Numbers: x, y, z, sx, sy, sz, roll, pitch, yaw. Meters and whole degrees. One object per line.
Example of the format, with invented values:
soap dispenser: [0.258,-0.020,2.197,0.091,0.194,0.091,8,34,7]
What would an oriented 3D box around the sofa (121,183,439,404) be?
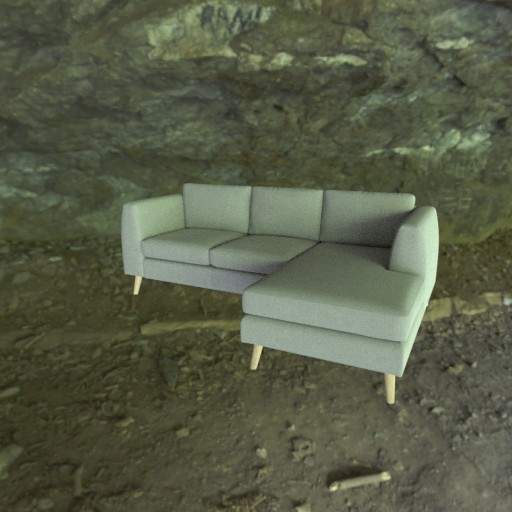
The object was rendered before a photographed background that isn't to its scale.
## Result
sofa: [0.000,0.000,3.120,2.300,0.860,1.580,7,16,26]
